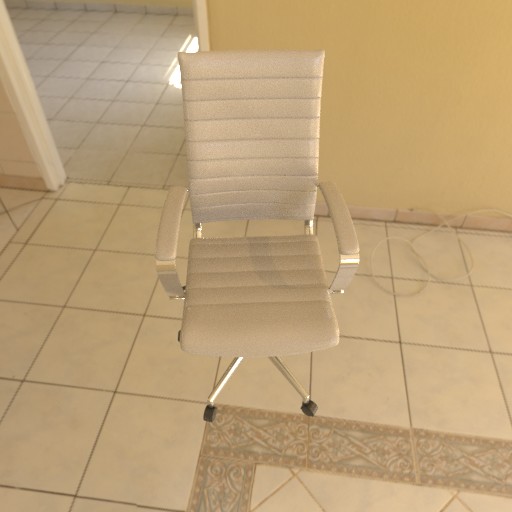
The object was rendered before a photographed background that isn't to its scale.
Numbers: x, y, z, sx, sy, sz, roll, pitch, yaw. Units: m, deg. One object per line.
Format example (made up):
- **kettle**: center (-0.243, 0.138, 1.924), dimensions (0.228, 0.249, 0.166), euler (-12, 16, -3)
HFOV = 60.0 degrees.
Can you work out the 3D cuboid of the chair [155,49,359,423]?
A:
- **chair**: center (0.000, 0.000, 1.525), dimensions (0.679, 1.149, 0.667), euler (-2, 45, -2)
